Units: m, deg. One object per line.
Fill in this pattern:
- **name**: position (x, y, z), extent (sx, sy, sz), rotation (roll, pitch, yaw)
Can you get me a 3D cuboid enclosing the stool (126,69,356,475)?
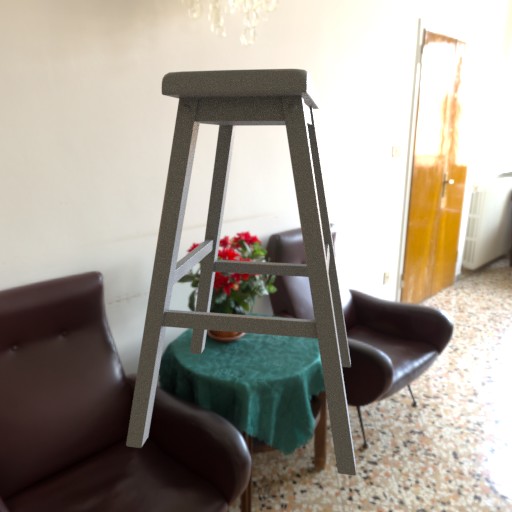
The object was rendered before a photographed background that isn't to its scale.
- **stool**: position (0.000, 0.000, 1.019), extent (0.476, 0.737, 0.457), rotation (3, 15, 10)
